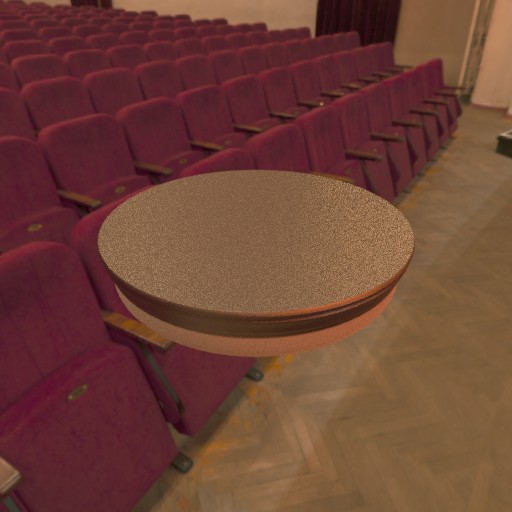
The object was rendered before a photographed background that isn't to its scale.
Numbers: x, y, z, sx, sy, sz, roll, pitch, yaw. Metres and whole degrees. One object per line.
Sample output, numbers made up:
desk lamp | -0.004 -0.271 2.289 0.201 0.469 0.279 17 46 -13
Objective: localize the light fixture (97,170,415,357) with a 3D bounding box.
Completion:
light fixture | 0.000 0.000 0.560 0.368 0.100 0.368 0 30 0
